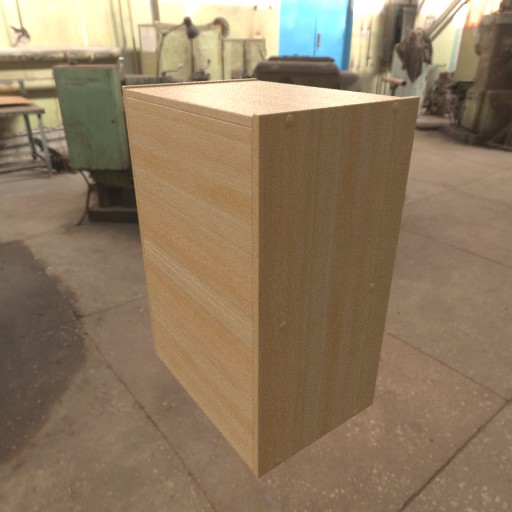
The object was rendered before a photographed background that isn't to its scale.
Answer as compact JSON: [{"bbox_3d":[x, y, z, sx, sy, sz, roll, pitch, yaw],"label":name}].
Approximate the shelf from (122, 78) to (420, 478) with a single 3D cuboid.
[{"bbox_3d":[0.000,0.000,0.844,0.290,0.592,0.414,-18,31,-32],"label":"shelf"}]
